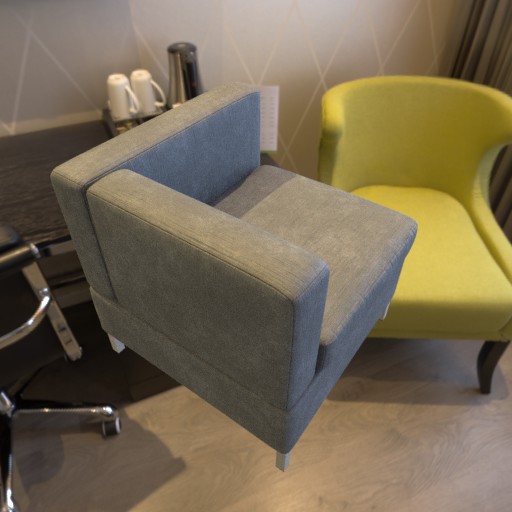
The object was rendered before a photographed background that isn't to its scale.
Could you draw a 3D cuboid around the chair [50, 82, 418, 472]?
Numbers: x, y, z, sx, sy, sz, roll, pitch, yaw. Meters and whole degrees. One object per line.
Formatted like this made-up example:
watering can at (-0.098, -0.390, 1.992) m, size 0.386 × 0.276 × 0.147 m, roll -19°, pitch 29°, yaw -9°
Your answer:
chair at (0.000, 0.000, 1.226) m, size 0.680 × 0.660 × 0.680 m, roll 26°, pitch 48°, yaw 26°
